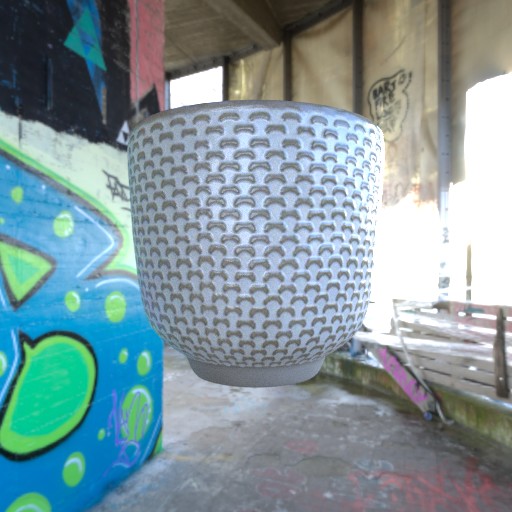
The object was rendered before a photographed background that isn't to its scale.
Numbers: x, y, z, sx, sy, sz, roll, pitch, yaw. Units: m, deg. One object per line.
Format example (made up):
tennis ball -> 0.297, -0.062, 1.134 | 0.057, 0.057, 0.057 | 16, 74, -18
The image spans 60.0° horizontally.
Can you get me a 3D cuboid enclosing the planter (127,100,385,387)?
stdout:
planter -> 0.000, 0.000, 0.310 | 0.173, 0.160, 0.173 | 0, 0, 0
